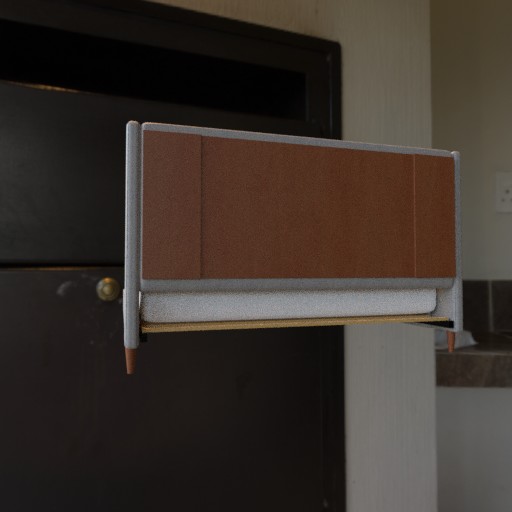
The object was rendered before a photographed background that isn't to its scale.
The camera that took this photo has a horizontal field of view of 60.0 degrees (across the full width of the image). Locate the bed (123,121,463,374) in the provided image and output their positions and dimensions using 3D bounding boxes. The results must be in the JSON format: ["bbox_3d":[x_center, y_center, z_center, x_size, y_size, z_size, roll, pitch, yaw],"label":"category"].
[{"bbox_3d":[0.000,0.000,3.612,2.062,1.289,2.342,1,-2,-17],"label":"bed"}]
